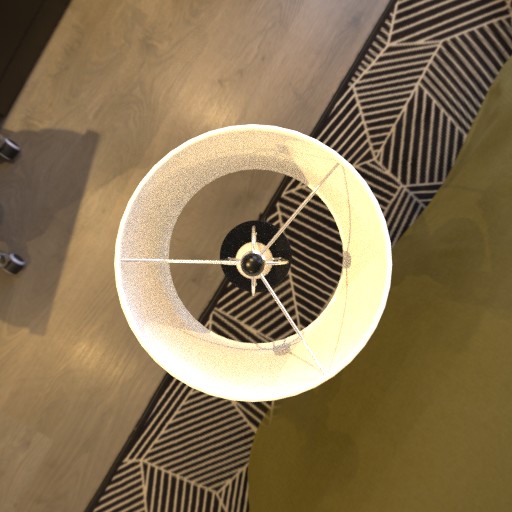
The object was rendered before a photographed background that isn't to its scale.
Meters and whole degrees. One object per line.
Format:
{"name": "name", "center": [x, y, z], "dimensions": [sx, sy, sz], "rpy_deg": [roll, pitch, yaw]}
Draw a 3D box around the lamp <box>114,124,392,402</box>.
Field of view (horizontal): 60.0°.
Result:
{"name": "lamp", "center": [0.000, 0.000, 0.790], "dimensions": [0.305, 0.634, 0.305], "rpy_deg": [0, 92, 1]}
